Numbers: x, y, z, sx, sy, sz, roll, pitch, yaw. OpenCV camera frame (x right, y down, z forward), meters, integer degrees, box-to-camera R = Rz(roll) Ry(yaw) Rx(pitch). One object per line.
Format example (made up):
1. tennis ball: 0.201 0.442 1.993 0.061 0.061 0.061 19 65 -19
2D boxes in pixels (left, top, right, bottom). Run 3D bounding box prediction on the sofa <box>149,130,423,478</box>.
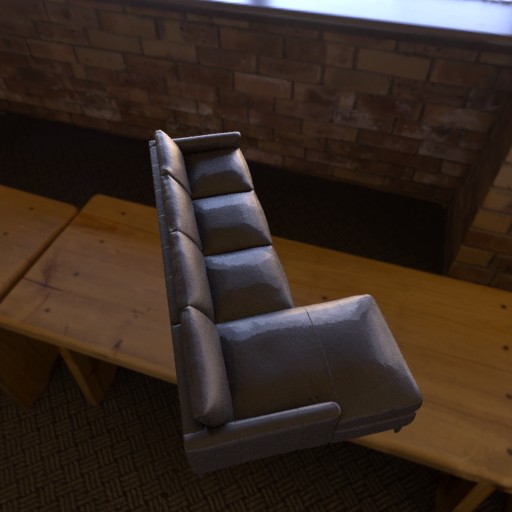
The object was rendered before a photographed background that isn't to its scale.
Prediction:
1. sofa: 0.000 0.000 3.615 1.471 0.859 2.993 -10 49 -8
